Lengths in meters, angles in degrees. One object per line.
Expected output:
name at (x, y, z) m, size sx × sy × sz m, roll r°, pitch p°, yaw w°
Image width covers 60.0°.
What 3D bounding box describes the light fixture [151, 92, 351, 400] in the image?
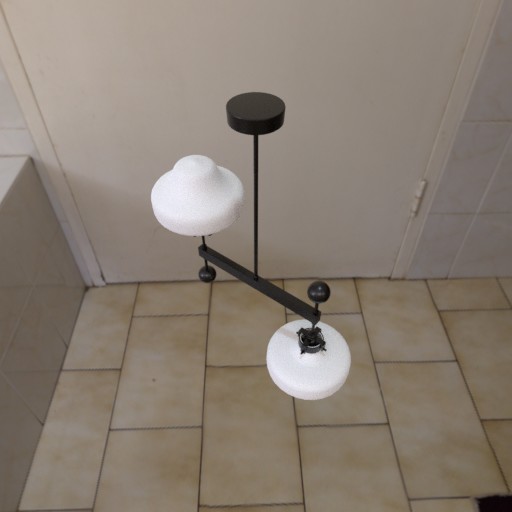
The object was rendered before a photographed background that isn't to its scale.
light fixture at (0.000, 0.000, 1.029) m, size 0.489 × 0.743 × 0.422 m, roll 0°, pitch 46°, yaw 0°
